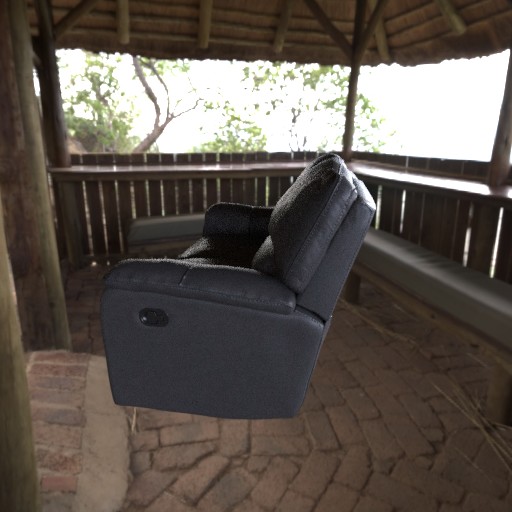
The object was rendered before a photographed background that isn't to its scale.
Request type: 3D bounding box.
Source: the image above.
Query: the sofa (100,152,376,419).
[{"bbox_3d":[0.000,0.000,2.489,1.104,1.111,1.765,2,16,9],"label":"sofa"}]
